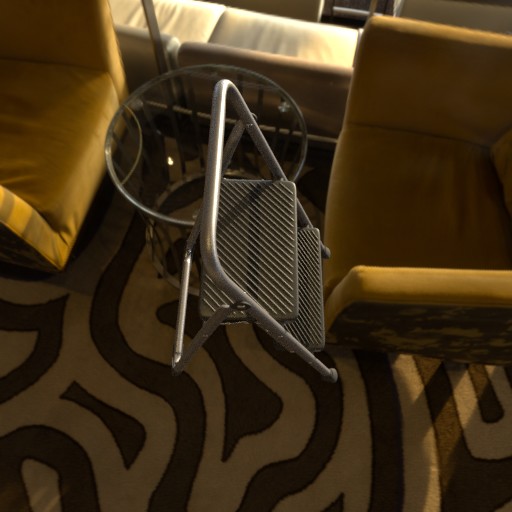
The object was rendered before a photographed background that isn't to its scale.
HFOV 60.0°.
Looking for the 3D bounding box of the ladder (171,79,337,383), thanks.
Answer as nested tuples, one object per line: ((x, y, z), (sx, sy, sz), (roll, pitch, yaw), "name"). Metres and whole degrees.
((0.000, 0.000, 1.029), (0.472, 0.720, 0.430), (1, 63, 1), "ladder")
